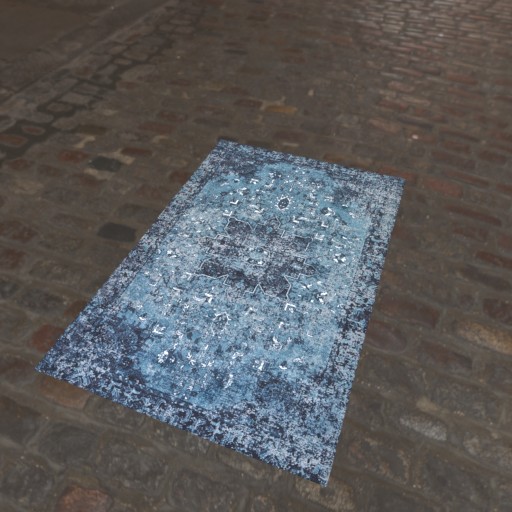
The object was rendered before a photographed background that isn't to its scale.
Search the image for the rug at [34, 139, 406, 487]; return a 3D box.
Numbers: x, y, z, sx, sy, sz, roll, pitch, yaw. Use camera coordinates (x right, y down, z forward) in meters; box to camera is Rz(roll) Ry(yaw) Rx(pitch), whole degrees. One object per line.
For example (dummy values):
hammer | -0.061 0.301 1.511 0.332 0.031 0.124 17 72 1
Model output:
rug | 0.000 0.000 2.226 1.219 0.005 1.828 16 49 14
